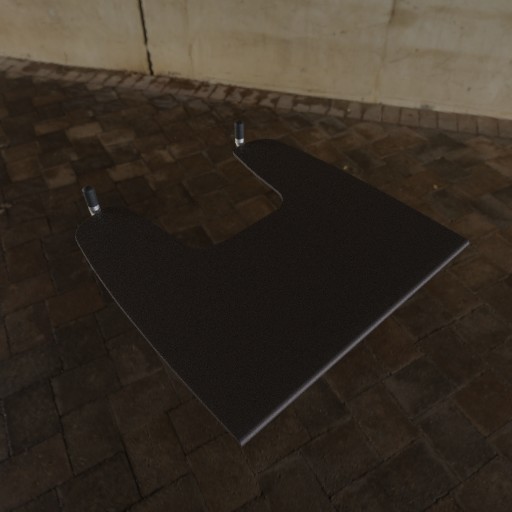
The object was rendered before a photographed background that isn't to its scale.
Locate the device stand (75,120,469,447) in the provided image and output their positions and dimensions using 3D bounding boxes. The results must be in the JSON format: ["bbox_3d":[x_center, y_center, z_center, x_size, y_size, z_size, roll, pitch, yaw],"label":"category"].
[{"bbox_3d":[0.000,0.000,0.358,0.230,0.092,0.230,-32,53,-28],"label":"device stand"}]
